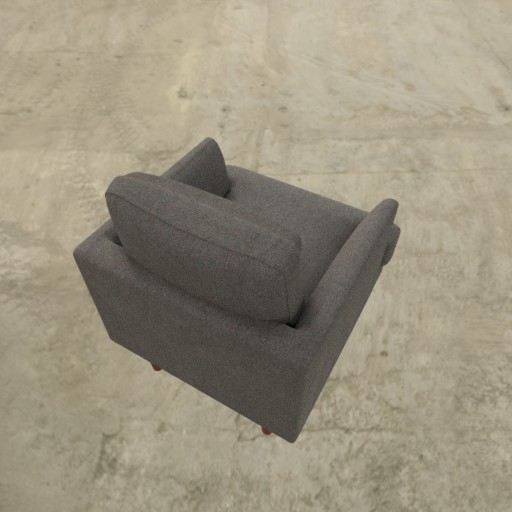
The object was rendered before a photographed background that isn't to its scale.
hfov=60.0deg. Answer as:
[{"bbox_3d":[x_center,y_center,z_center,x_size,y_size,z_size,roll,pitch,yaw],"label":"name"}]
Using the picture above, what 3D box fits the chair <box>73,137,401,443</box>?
[{"bbox_3d":[0.000,0.000,1.655,0.858,0.957,0.899,23,51,20],"label":"chair"}]
